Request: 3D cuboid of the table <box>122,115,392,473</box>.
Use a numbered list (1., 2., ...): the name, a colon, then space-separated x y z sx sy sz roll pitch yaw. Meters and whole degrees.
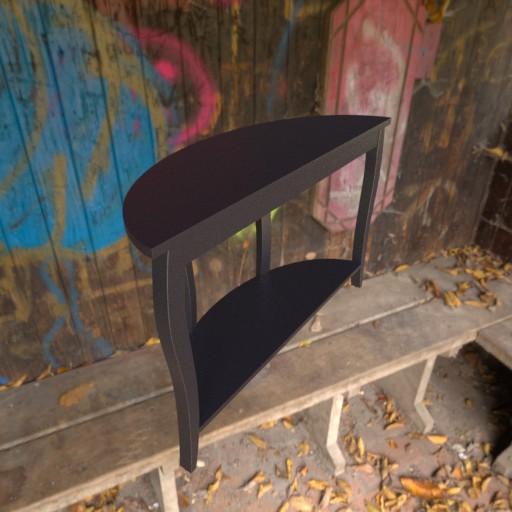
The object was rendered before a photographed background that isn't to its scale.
1. table: 0.000 0.000 1.579 0.394 0.780 1.219 21 37 30
